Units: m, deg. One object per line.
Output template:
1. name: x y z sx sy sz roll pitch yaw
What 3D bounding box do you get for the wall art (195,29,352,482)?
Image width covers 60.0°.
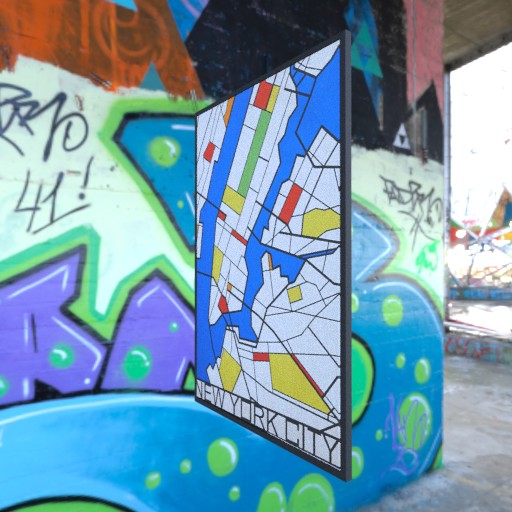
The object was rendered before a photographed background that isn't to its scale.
1. wall art: 0.000 0.000 0.835 0.013 0.660 0.460 0 -1 -36
